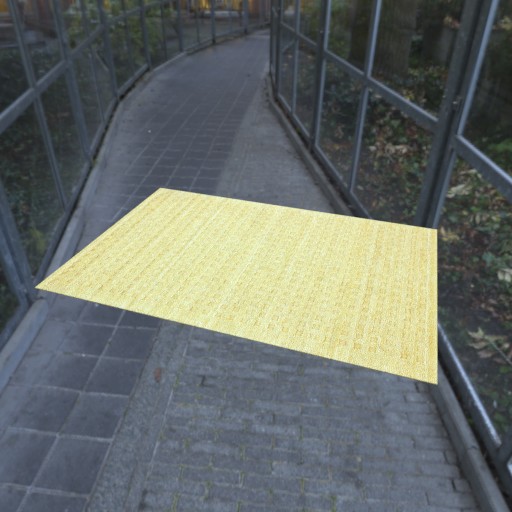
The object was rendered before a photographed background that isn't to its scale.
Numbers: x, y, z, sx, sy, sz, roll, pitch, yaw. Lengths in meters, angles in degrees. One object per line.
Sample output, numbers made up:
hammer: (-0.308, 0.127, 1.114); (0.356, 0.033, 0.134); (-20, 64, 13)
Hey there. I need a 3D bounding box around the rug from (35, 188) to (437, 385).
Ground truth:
rug: (0.000, 0.000, 2.958); (2.286, 0.006, 1.524); (11, 34, 16)
